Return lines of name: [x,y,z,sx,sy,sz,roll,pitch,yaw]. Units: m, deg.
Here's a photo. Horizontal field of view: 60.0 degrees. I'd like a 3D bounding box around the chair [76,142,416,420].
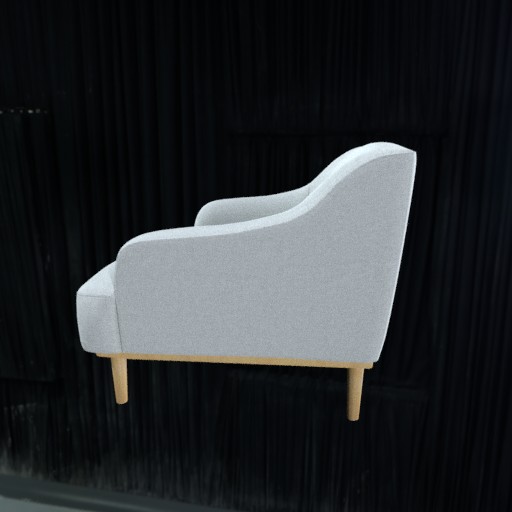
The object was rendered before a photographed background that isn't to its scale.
chair: [0.000,0.000,1.651,0.951,0.818,0.946,2,14,8]
